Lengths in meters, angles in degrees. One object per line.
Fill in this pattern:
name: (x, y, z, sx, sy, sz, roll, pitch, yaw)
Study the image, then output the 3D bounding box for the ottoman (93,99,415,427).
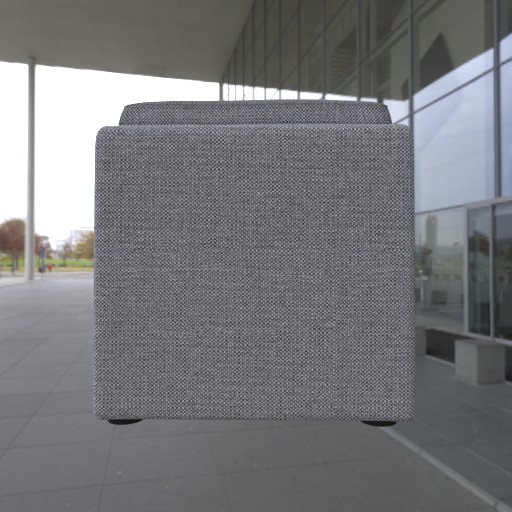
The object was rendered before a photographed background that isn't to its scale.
ottoman: (0.000, 0.000, 0.834, 0.454, 0.487, 0.436, 0, -1, 1)
